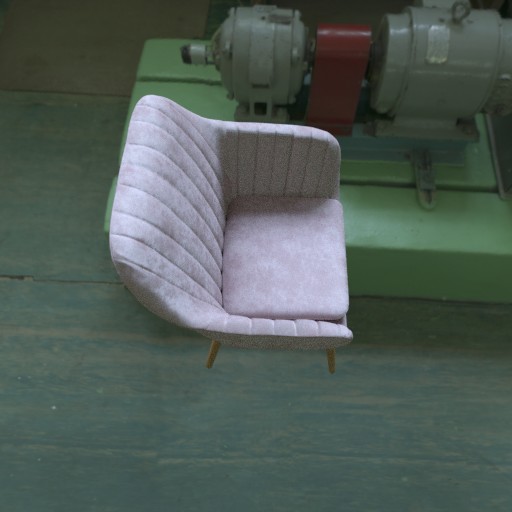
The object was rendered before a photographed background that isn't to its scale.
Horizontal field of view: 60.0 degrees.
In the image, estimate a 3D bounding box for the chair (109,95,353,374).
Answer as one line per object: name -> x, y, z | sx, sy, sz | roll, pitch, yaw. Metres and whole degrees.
chair -> 0.000, 0.000, 1.279 | 0.570, 0.832, 0.610 | 2, 64, 1
